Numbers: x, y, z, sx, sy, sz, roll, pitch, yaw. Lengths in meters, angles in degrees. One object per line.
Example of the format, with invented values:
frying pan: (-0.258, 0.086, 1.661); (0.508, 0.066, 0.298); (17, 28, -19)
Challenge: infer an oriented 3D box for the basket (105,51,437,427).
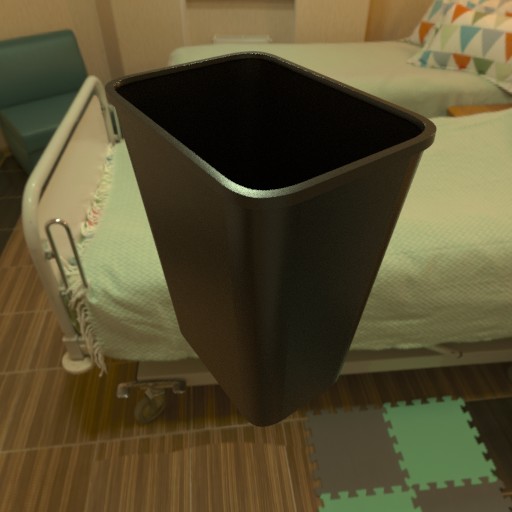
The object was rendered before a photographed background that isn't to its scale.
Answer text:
basket: (0.000, 0.000, 0.741); (0.287, 0.521, 0.394); (-25, 46, -26)
